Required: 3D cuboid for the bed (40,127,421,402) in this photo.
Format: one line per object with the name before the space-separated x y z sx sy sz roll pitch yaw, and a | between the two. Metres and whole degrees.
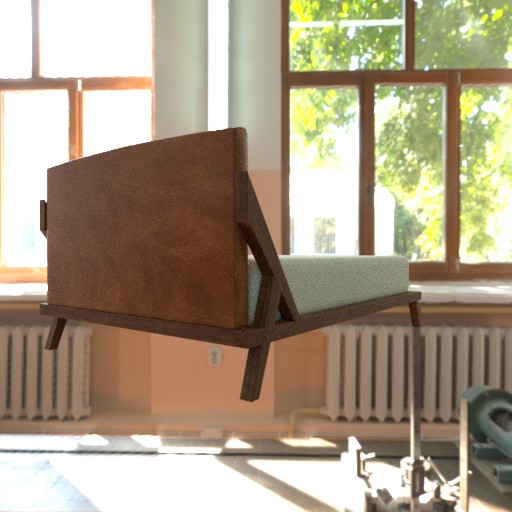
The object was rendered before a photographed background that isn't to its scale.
bed | 0.000 0.000 3.200 1.651 1.168 2.311 0 1 37
